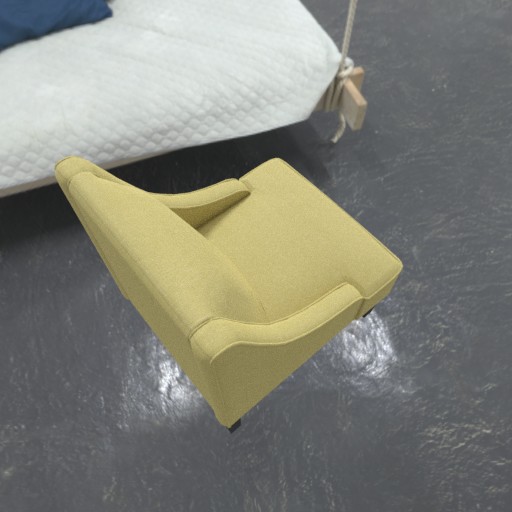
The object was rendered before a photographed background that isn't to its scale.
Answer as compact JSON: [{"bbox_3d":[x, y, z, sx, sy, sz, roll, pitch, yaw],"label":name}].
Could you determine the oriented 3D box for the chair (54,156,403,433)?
[{"bbox_3d":[0.000,0.000,1.503,0.814,0.896,0.696,-36,65,-19],"label":"chair"}]
